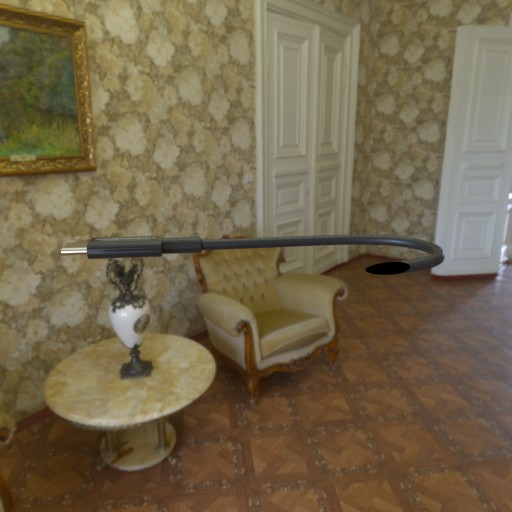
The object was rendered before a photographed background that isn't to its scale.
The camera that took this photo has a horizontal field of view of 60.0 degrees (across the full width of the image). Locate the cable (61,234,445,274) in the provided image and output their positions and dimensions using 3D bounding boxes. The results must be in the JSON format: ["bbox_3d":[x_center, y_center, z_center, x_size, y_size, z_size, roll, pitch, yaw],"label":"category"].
[{"bbox_3d":[0.000,0.000,0.111,0.098,0.006,0.040,-2,14,-8],"label":"cable"}]
